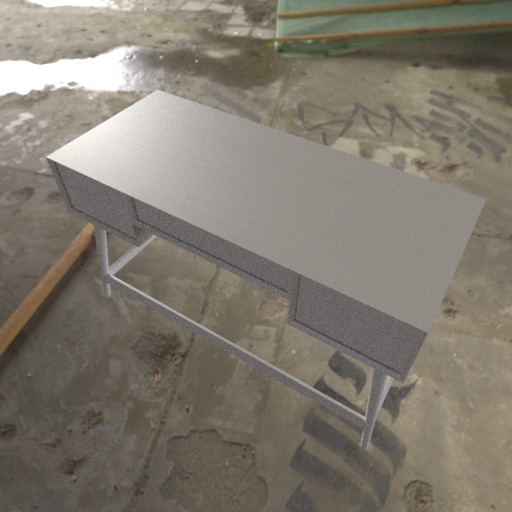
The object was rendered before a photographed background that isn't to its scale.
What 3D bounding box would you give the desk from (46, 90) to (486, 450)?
[{"bbox_3d":[0.000,0.000,1.709,1.313,0.762,0.589,25,52,21],"label":"desk"}]
